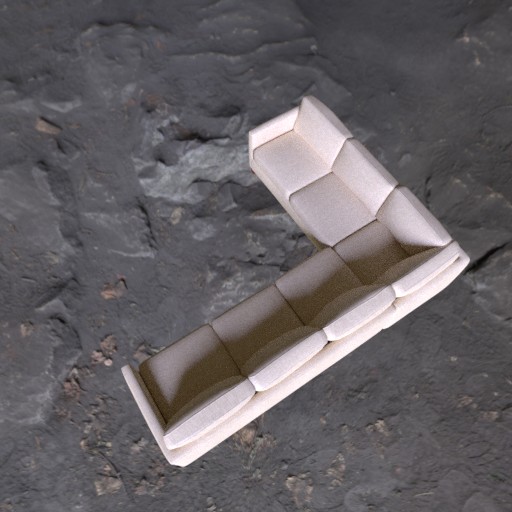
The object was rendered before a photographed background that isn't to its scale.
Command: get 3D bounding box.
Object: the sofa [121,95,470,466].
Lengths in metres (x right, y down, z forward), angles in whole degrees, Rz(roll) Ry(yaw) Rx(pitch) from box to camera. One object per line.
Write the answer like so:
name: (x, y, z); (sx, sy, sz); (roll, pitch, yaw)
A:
sofa: (0.000, 0.000, 4.530); (3.302, 0.947, 2.593); (-30, 67, -15)
